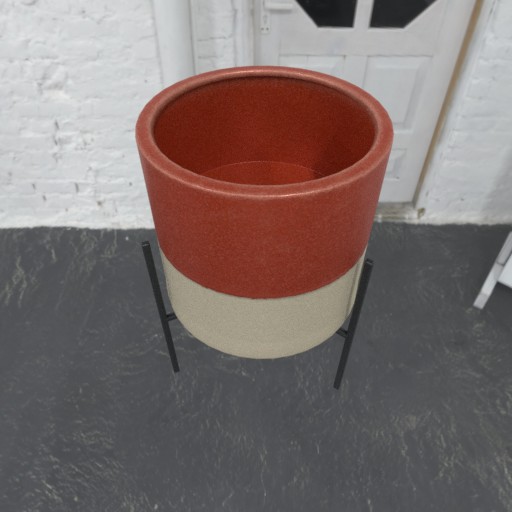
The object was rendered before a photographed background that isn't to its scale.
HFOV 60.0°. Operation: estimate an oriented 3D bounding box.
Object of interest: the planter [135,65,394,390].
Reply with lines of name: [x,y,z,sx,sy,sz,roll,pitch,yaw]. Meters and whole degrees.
planter: [0.000,0.000,0.527,0.251,0.354,0.235,-17,48,-16]
